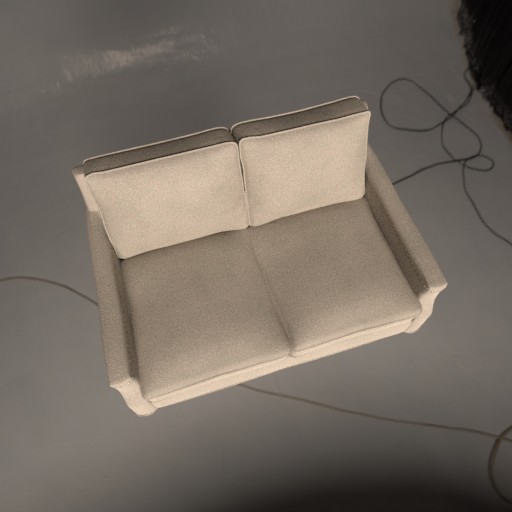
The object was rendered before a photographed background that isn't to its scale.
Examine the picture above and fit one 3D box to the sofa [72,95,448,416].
[{"bbox_3d":[0.000,0.000,2.272,1.597,1.003,1.084,-15,64,-8],"label":"sofa"}]
